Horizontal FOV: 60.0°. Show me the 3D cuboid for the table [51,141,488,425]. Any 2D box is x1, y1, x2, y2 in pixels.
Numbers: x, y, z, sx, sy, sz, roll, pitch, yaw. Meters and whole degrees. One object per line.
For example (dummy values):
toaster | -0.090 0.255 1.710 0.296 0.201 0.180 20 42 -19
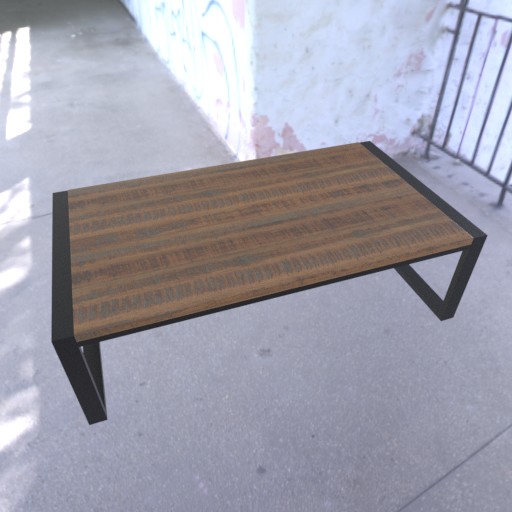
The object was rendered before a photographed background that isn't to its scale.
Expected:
table | 0.000 0.000 1.682 1.350 0.400 0.750 -13 41 -15
